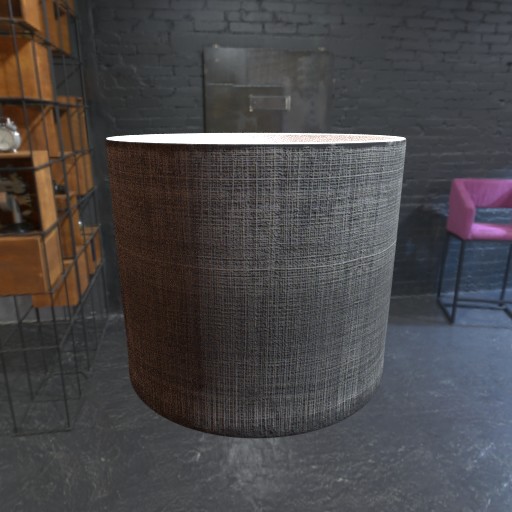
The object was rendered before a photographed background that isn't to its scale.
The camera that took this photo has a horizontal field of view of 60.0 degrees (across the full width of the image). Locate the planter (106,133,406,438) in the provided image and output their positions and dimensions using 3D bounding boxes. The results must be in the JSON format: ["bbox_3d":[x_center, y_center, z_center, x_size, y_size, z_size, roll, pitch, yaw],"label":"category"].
[{"bbox_3d":[0.000,0.000,0.425,0.254,0.221,0.254,0,17,0],"label":"planter"}]
